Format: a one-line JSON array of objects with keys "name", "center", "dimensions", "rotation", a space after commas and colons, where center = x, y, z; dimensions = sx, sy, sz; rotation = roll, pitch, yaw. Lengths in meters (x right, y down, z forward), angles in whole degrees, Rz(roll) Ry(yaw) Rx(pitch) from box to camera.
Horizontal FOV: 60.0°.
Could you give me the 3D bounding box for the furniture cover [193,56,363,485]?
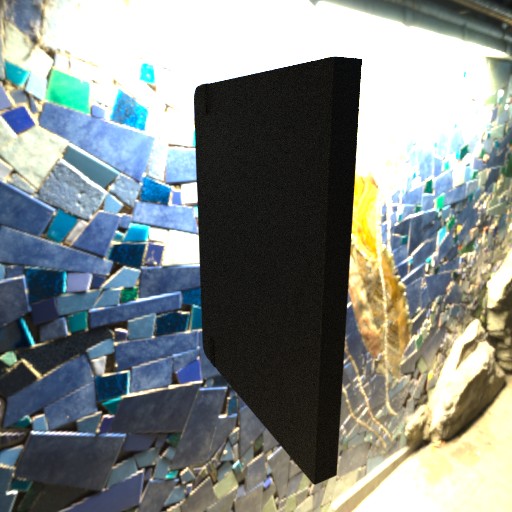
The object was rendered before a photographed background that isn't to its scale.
[{"name": "furniture cover", "center": [0.000, 0.000, 0.370], "dimensions": [0.023, 0.281, 0.216], "rotation": [-8, 18, -27]}]
